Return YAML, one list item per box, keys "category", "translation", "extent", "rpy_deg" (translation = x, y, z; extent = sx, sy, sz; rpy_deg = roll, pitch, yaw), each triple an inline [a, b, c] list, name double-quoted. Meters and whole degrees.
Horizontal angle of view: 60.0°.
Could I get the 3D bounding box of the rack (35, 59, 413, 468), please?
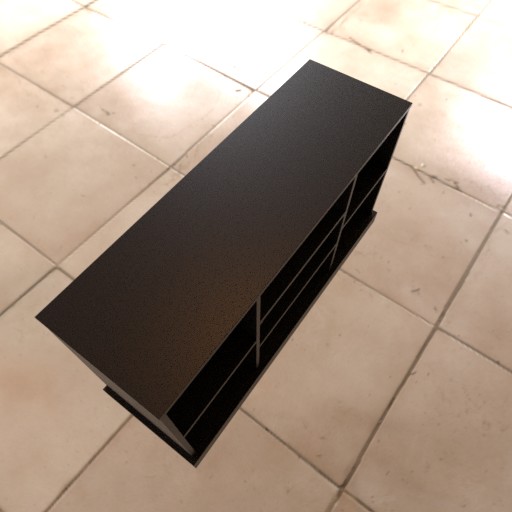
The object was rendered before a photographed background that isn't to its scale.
- category: "rack"
  translation: [0.000, 0.000, 1.470]
  extent: [0.399, 0.635, 1.206]
  rpy_deg: [32, 63, 18]
